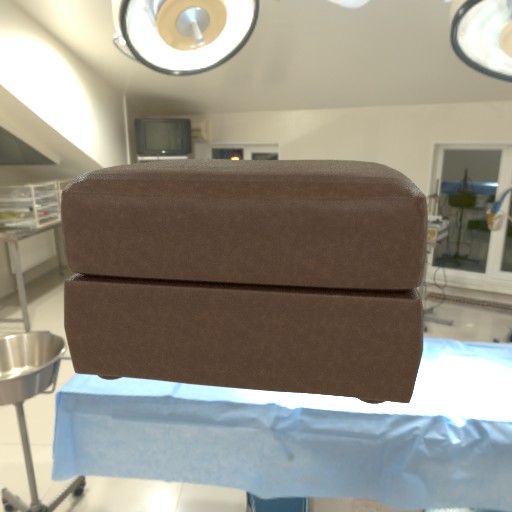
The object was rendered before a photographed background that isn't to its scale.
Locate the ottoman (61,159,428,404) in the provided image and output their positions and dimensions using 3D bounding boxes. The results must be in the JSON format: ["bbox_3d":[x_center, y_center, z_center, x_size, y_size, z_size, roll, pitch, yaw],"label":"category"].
[{"bbox_3d":[0.000,0.000,1.134,0.751,0.476,0.603,2,15,9],"label":"ottoman"}]
